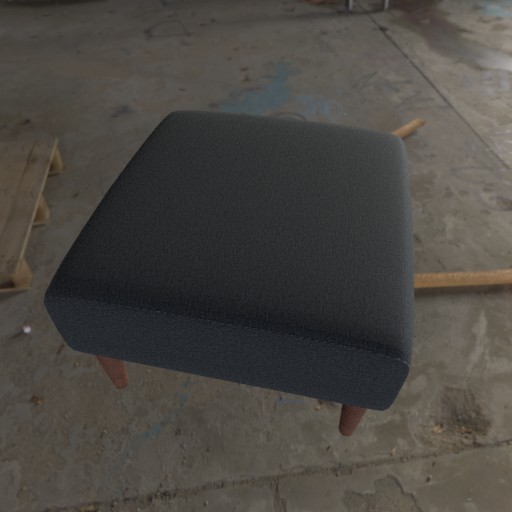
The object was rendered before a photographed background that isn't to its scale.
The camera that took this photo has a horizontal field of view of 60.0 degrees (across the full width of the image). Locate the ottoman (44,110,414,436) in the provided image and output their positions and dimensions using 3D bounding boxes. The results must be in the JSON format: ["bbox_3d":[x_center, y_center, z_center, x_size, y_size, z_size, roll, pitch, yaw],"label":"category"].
[{"bbox_3d":[0.000,0.000,1.033,0.649,0.398,0.650,9,47,8],"label":"ottoman"}]
